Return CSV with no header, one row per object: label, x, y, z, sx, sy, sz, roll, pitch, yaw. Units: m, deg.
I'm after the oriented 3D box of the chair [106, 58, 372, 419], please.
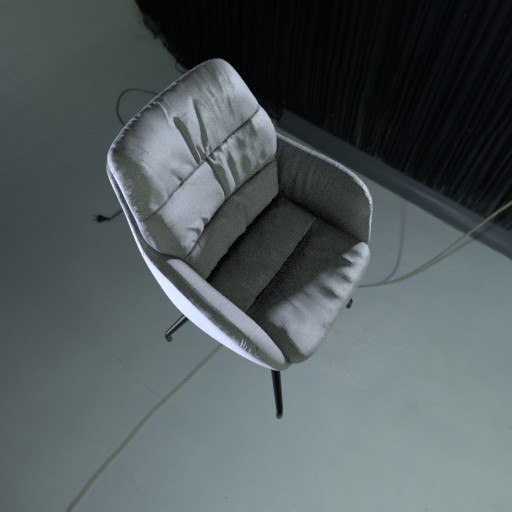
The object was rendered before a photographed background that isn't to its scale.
chair,0.000,0.000,1.254,0.569,0.888,0.579,30,63,17
